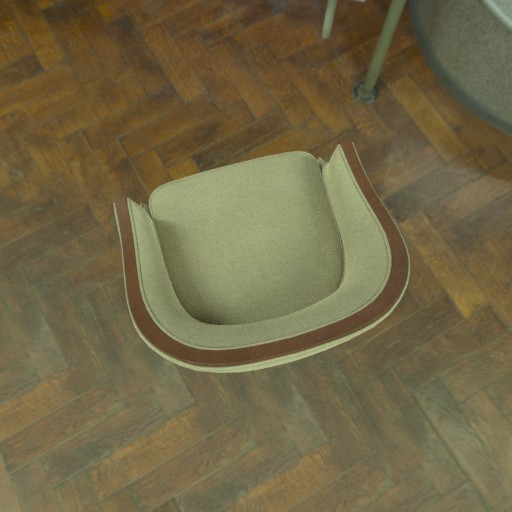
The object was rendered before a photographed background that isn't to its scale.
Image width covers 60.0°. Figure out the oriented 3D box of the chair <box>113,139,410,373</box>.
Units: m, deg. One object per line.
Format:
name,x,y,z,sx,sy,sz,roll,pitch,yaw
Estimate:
chair,0.000,0.000,1.491,0.803,0.876,0.735,-15,75,-4
